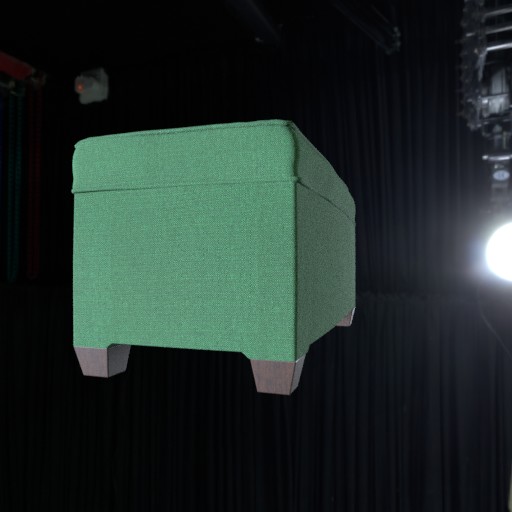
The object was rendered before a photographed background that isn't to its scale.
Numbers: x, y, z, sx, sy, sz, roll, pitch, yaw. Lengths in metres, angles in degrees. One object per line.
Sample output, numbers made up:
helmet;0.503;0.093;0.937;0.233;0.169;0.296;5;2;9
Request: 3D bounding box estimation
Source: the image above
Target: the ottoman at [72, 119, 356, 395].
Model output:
ottoman;0.000;0.000;1.214;0.483;0.471;0.957;0;-1;18
